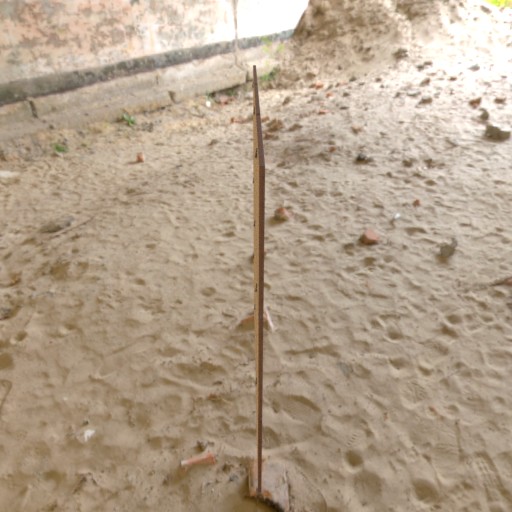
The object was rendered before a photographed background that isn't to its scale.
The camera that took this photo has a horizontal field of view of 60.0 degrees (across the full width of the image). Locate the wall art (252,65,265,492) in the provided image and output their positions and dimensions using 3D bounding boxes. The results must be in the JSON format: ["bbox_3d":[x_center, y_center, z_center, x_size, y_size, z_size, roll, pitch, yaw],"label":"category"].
[{"bbox_3d":[0.000,0.000,1.765,0.019,1.218,1.221,0,32,-1],"label":"wall art"}]
